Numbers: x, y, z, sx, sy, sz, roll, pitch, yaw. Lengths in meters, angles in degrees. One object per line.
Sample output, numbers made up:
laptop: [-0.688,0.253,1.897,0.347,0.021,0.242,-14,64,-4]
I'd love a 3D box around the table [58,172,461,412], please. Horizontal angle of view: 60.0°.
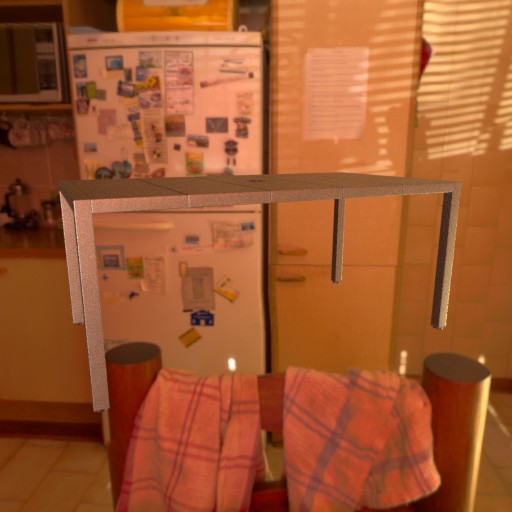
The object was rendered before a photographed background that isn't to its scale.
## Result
table: [0.000,0.000,2.186,1.680,0.735,0.914,-7,15,-25]
